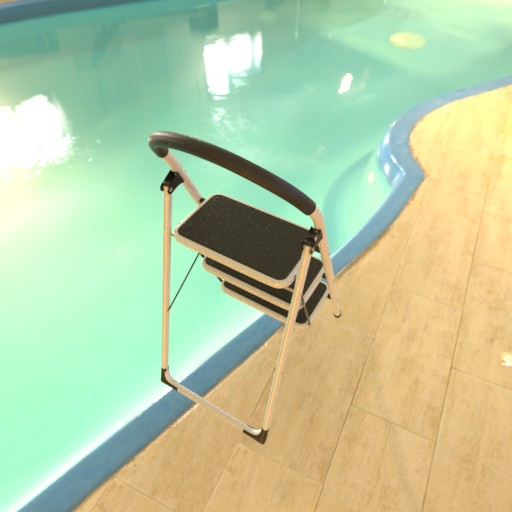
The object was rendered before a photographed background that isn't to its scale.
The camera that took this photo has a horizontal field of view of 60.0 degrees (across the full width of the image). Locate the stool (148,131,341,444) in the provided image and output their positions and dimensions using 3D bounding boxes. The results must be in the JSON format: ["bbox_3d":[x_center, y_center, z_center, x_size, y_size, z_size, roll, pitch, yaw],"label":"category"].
[{"bbox_3d":[0.000,0.000,1.454,0.485,1.109,0.676,24,52,21],"label":"stool"}]
